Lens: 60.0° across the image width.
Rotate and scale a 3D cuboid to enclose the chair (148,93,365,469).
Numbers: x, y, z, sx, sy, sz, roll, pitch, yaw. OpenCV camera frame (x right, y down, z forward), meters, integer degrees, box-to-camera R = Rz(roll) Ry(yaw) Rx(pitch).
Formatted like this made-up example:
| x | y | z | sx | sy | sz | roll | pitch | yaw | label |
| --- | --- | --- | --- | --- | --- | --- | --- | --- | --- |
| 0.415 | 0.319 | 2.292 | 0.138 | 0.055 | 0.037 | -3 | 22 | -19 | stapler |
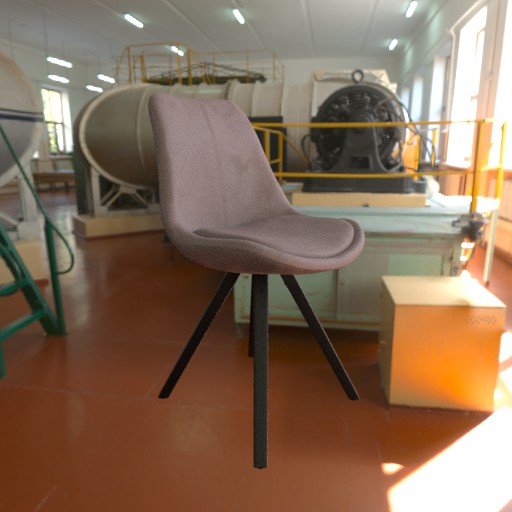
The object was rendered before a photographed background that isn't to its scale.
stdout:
| x | y | z | sx | sy | sz | roll | pitch | yaw | label |
| --- | --- | --- | --- | --- | --- | --- | --- | --- | --- |
| 0.000 | 0.000 | 1.214 | 0.547 | 0.865 | 0.483 | 13 | 19 | 43 | chair |
